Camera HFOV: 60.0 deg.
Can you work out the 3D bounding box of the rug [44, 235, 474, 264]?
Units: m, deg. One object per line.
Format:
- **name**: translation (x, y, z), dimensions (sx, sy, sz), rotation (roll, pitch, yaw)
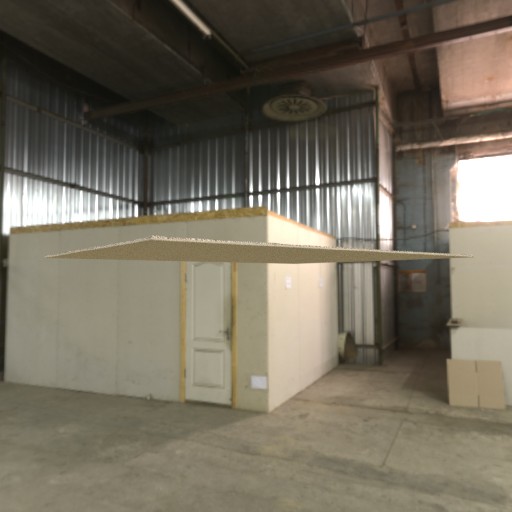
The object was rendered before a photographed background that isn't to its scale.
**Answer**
- **rug**: translation (0.000, 0.000, 4.009), dimensions (3.052, 0.030, 2.429), rotation (2, -3, -36)
